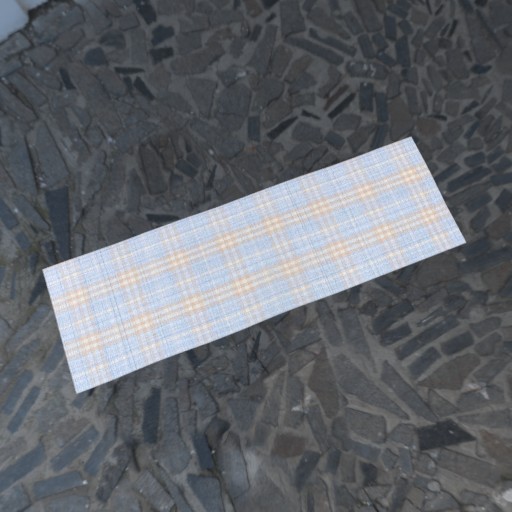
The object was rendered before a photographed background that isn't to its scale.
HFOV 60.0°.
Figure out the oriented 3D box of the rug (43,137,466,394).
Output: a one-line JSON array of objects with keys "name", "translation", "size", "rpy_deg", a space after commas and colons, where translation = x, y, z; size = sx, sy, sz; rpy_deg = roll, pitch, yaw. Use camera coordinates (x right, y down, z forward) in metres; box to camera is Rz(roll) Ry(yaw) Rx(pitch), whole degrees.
[{"name": "rug", "translation": [0.000, 0.000, 2.665], "size": [2.439, 0.013, 0.762], "rpy_deg": [-21, 77, -5]}]
